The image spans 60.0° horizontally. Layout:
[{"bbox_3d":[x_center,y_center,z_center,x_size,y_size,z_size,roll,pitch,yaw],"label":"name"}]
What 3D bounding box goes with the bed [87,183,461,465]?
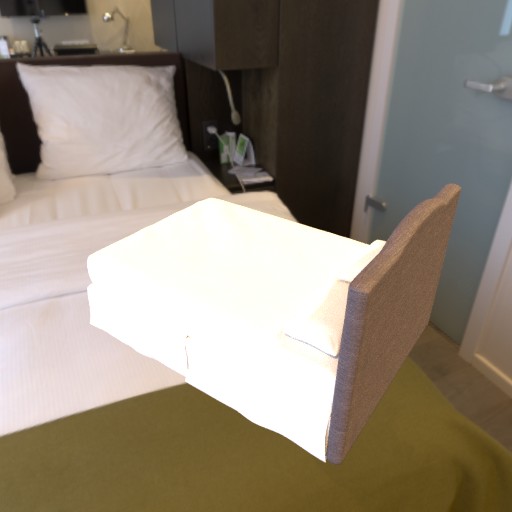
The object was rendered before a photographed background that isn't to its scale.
[{"bbox_3d":[0.000,0.000,3.604,2.507,1.441,1.741,20,36,31],"label":"bed"}]
